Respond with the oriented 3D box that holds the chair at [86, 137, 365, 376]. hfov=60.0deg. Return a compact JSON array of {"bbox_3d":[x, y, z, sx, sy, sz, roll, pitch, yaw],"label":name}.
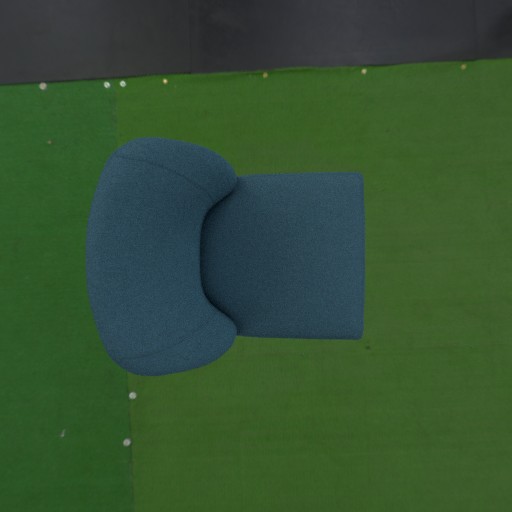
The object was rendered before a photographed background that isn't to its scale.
[{"bbox_3d":[0.000,0.000,1.249,0.620,0.879,0.507,0,90,1],"label":"chair"}]
